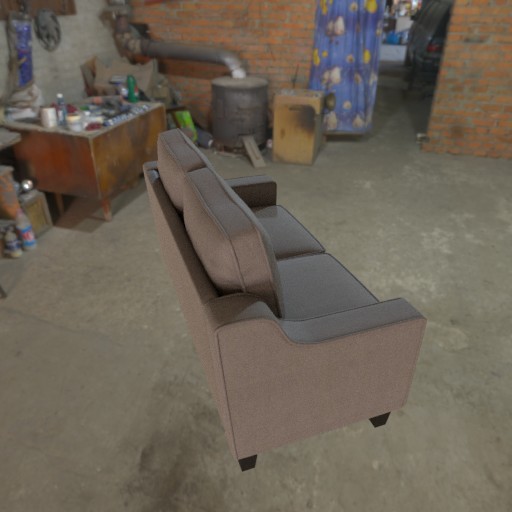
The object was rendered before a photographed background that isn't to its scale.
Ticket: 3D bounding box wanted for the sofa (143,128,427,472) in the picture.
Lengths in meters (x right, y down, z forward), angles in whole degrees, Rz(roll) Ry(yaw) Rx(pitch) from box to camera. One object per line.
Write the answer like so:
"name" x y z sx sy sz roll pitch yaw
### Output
"sofa" 0.000 0.000 2.064 0.791 0.948 1.500 -10 32 -17
